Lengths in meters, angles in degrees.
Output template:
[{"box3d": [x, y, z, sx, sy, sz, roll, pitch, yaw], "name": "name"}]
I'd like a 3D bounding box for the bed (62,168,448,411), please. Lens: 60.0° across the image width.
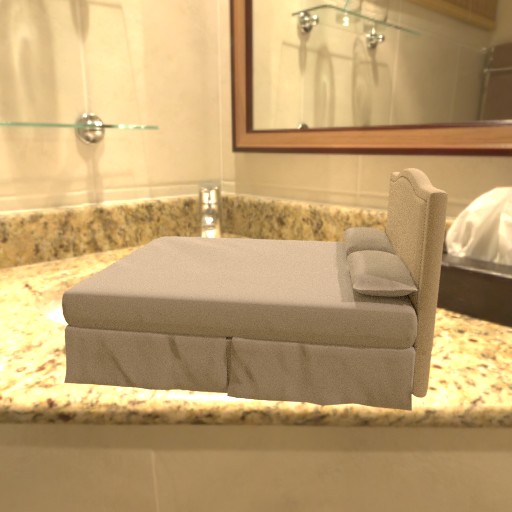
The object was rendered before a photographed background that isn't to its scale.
[{"box3d": [0.000, 0.000, 3.651, 2.477, 1.437, 1.977, 2, 15, 9], "name": "bed"}]
